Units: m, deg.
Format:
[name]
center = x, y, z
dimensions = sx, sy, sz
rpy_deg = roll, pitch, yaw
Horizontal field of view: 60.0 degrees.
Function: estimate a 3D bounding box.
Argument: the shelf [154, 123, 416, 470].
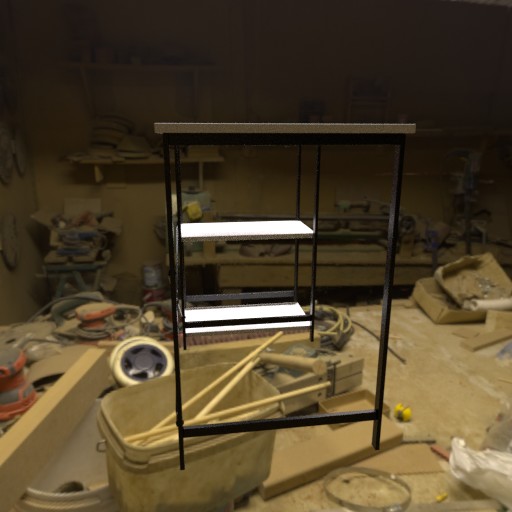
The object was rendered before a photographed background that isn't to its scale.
[shelf]
center = 0.000, 0.000, 1.354
dimensions = 0.498, 0.750, 0.902
rpy_deg = -2, 15, -8
